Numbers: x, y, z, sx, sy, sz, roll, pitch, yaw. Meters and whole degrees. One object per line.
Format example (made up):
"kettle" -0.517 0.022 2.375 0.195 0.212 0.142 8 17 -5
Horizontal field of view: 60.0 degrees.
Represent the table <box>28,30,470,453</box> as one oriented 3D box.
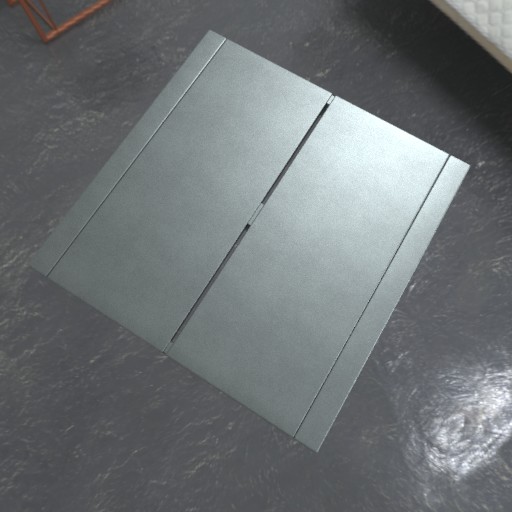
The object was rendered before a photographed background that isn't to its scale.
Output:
"table" 0.000 0.000 0.939 0.508 0.508 0.508 31 77 8
